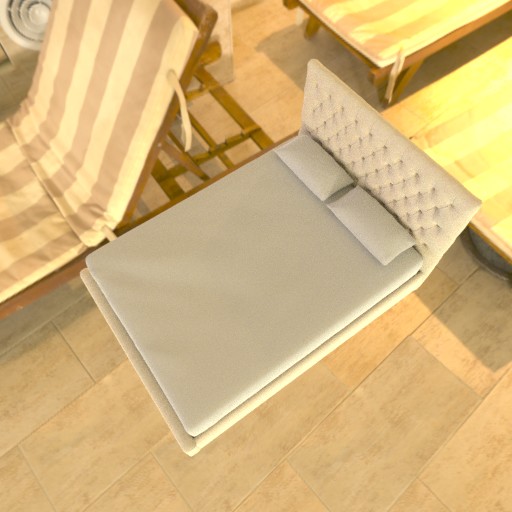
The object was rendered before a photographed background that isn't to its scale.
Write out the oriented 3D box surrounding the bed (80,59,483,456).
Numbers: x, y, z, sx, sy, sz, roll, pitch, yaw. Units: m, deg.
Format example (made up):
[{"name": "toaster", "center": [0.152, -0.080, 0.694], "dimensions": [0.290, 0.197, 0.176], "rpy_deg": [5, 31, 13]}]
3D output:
[{"name": "bed", "center": [0.000, 0.000, 3.397], "dimensions": [2.387, 1.427, 1.698], "rpy_deg": [-32, 67, -16]}]
